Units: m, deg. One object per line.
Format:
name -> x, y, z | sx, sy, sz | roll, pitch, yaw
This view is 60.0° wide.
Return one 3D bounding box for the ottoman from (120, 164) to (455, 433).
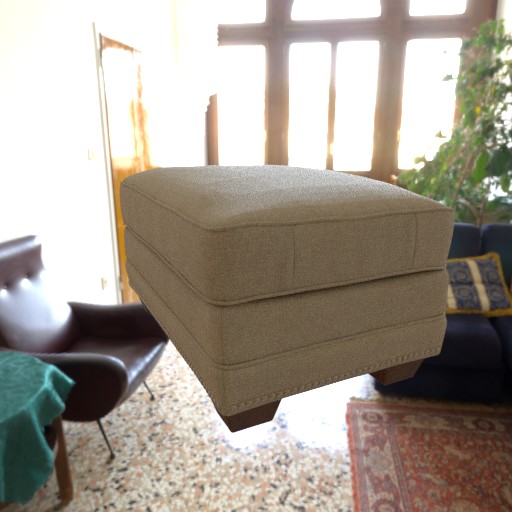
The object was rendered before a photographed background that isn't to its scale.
ottoman -> 0.000, 0.000, 1.159 | 0.559, 0.458, 0.813 | -7, 16, -26
